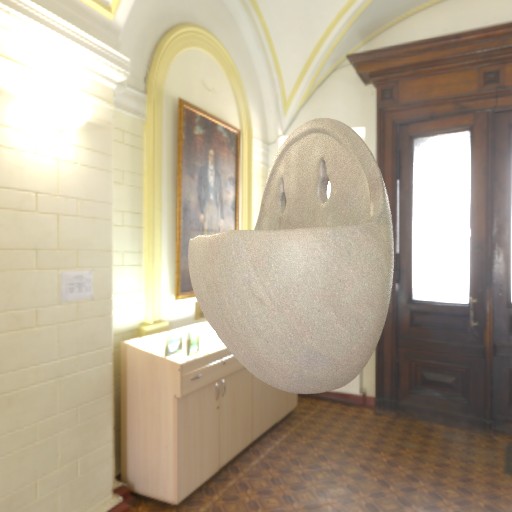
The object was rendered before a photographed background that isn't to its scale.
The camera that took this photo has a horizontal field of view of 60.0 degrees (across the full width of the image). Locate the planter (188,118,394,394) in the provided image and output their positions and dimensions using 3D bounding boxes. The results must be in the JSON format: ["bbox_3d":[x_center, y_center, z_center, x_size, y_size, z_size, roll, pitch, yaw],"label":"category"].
[{"bbox_3d":[0.000,0.000,0.269,0.073,0.164,0.190,0,0,-18],"label":"planter"}]
